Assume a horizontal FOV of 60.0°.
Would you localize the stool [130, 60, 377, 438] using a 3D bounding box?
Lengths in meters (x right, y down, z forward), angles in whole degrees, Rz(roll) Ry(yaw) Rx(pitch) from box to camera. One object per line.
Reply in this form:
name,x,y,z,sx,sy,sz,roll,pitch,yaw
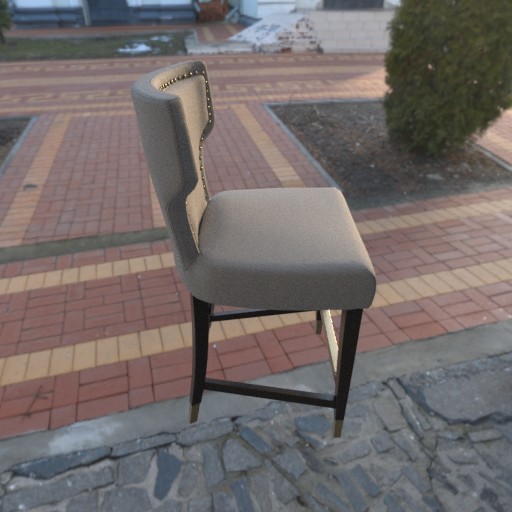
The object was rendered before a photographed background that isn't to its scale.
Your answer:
stool,0.000,0.000,1.276,0.563,0.982,0.527,0,31,0
